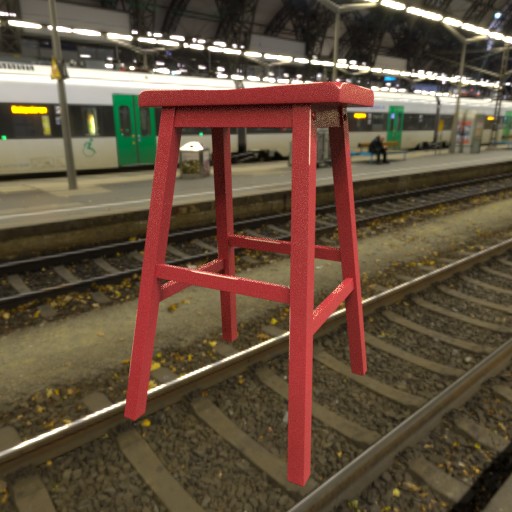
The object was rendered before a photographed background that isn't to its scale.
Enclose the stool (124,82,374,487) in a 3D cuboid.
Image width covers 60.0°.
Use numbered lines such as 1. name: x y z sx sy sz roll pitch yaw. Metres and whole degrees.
1. stool: 0.000 0.000 1.047 0.457 0.737 0.476 9 19 27
